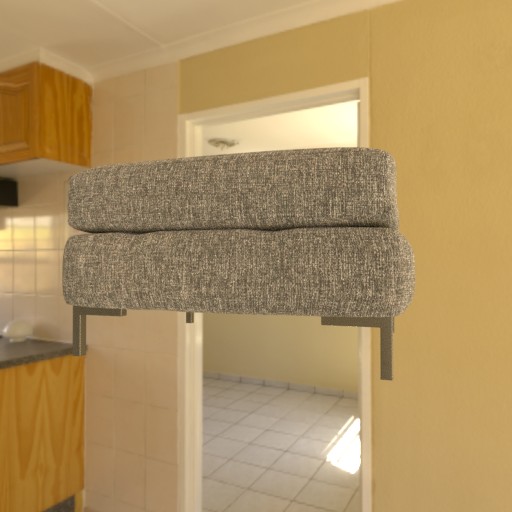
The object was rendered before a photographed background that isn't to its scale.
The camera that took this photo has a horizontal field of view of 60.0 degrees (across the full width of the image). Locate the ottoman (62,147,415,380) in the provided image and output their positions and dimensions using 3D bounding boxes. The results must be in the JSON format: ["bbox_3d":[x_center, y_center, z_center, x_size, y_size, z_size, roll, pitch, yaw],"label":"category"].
[{"bbox_3d":[0.000,0.000,1.242,0.828,0.480,0.683,0,-1,18],"label":"ottoman"}]
